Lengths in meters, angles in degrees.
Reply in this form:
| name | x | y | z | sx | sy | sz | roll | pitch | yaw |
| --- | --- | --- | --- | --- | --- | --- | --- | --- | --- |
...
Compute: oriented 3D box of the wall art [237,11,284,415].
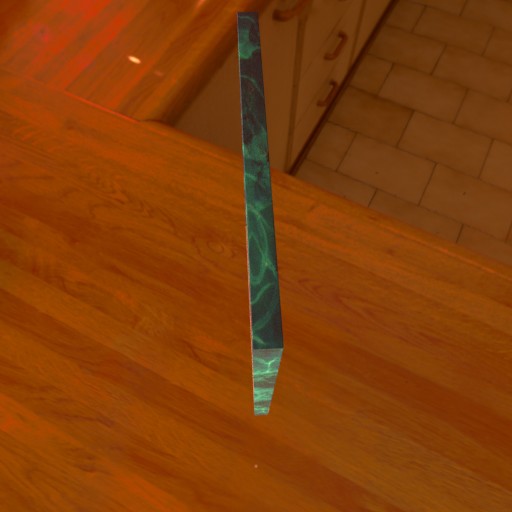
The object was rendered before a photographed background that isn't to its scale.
| name | x | y | z | sx | sy | sz | roll | pitch | yaw |
| --- | --- | --- | --- | --- | --- | --- | --- | --- | --- |
| wall art | 0.000 | 0.000 | 1.007 | 0.038 | 0.760 | 0.609 | -3 | 65 | -1 |
